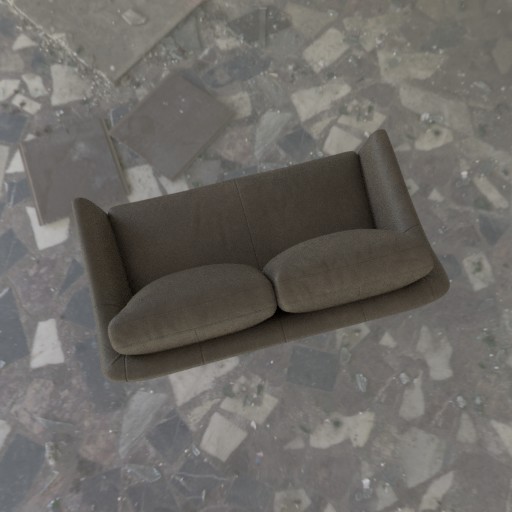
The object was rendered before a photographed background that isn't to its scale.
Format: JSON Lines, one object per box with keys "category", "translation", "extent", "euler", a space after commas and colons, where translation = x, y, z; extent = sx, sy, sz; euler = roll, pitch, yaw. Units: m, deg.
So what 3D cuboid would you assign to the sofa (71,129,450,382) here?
{"category": "sofa", "translation": [0.000, 0.000, 2.213], "extent": [1.619, 0.902, 0.960], "euler": [-14, 73, -4]}
